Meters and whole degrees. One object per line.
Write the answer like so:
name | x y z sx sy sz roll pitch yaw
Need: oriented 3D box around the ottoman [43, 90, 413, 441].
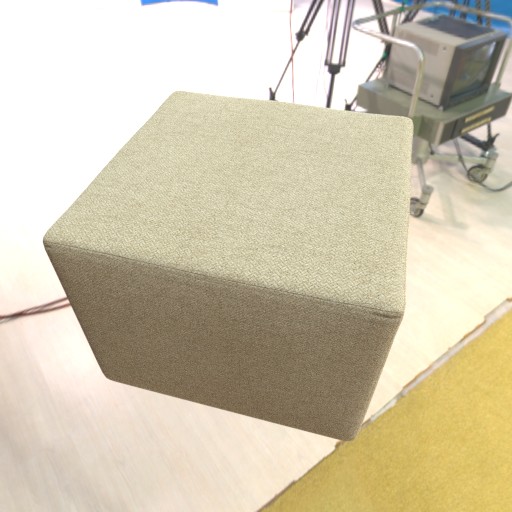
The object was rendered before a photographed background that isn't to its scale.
ottoman | 0.000 0.000 0.871 0.508 0.432 0.508 11 46 11
